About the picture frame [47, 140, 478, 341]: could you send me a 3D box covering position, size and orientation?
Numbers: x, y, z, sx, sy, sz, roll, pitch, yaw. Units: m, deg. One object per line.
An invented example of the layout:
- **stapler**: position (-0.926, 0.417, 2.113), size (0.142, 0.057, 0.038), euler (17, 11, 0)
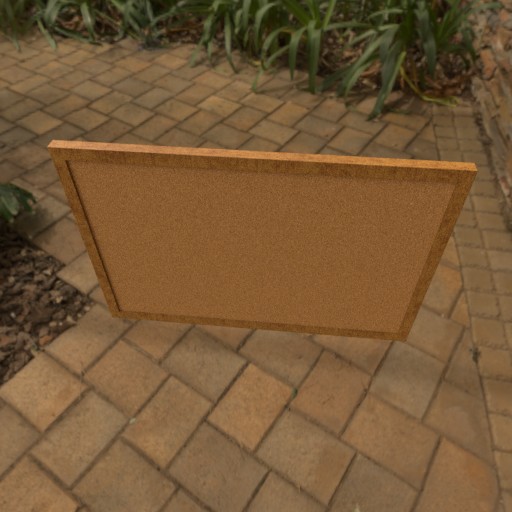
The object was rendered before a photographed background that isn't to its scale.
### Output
- **picture frame**: position (0.000, 0.000, 1.176), size (0.922, 0.621, 0.029), euler (4, 45, 4)
